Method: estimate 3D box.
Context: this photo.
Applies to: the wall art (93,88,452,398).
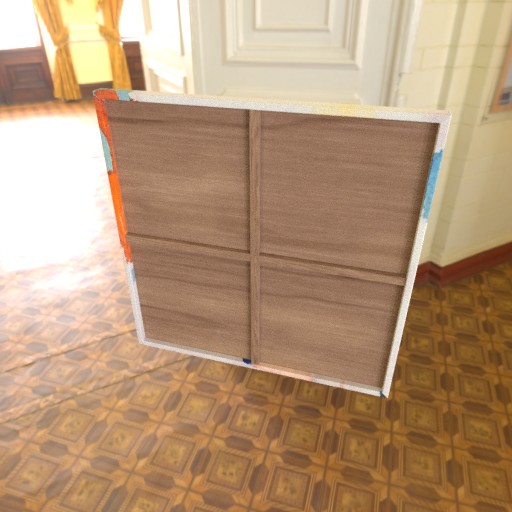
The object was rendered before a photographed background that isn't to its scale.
[{"bbox_3d":[0.000,0.000,1.197,0.814,0.814,0.037,9,33,14],"label":"wall art"}]
